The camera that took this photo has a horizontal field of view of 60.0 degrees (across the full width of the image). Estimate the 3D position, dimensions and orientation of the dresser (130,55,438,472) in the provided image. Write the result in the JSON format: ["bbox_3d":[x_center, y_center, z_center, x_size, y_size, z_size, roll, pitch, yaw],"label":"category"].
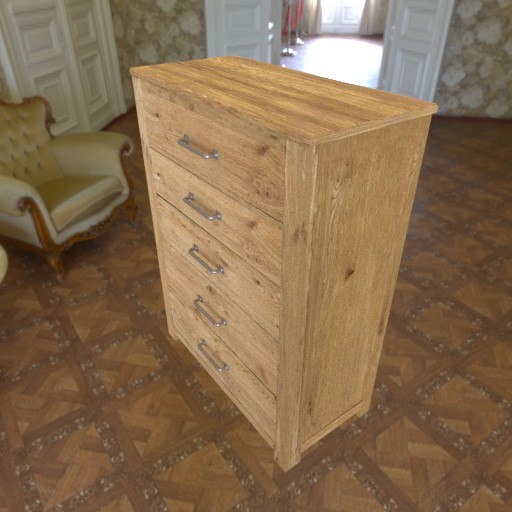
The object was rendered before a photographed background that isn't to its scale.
[{"bbox_3d":[0.000,0.000,1.934,0.558,1.431,1.081,-22,39,-30],"label":"dresser"}]
